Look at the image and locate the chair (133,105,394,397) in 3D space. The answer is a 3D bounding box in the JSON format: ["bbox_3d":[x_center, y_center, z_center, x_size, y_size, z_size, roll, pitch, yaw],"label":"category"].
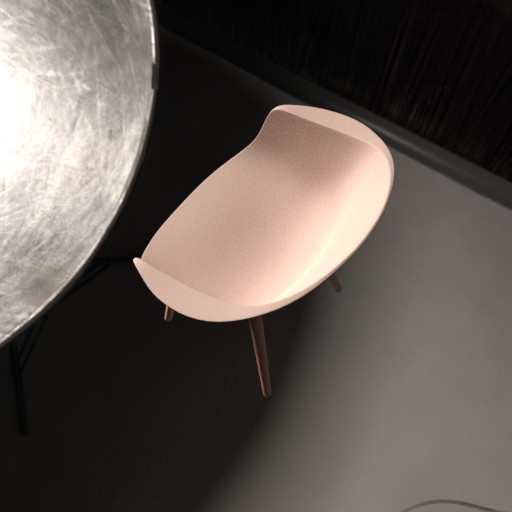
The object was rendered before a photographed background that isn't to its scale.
[{"bbox_3d":[0.000,0.000,1.190,0.504,0.781,0.593,32,68,15],"label":"chair"}]
